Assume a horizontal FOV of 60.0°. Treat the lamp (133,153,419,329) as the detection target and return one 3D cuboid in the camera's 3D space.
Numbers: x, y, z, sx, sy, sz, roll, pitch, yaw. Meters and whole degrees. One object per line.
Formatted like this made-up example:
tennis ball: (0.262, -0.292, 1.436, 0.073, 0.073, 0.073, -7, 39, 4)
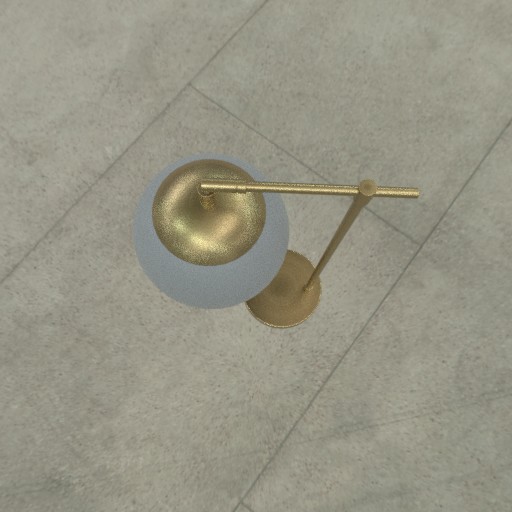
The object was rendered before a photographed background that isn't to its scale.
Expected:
lamp: (0.000, 0.000, 0.706, 0.324, 0.559, 0.207, 2, 75, 1)
